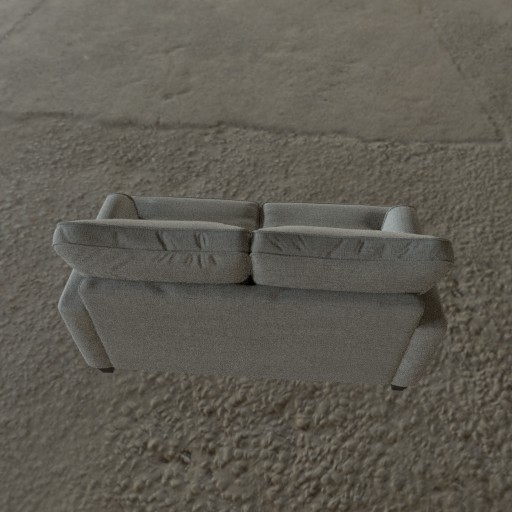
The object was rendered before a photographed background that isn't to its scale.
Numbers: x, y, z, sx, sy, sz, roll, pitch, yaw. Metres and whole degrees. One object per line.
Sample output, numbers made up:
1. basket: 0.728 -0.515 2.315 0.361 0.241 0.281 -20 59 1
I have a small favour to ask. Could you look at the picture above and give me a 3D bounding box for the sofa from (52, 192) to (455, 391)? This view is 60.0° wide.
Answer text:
1. sofa: 0.000 0.000 2.221 1.651 0.965 0.965 3 47 3
